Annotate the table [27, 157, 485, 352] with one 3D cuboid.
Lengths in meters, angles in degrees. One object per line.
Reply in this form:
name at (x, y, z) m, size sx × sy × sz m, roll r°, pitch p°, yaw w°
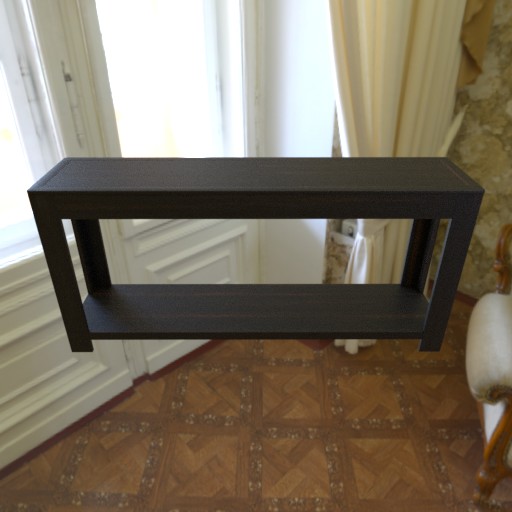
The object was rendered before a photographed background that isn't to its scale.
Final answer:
table at (0.000, 0.000, 1.927) m, size 1.631 × 0.762 × 0.384 m, roll 0°, pitch 31°, yaw 0°
